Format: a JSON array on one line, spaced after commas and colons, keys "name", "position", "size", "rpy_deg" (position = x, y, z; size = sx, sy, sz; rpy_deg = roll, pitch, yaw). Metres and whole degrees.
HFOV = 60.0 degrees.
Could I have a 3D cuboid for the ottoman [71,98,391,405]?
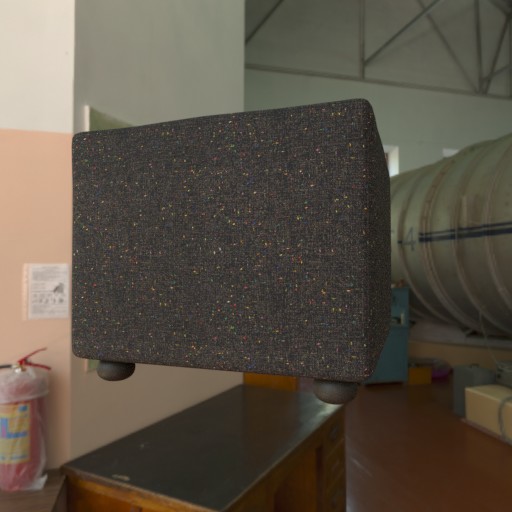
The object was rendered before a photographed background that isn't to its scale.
[{"name": "ottoman", "position": [0.000, 0.000, 0.891], "size": [0.508, 0.432, 0.508], "rpy_deg": [0, -1, 20]}]
